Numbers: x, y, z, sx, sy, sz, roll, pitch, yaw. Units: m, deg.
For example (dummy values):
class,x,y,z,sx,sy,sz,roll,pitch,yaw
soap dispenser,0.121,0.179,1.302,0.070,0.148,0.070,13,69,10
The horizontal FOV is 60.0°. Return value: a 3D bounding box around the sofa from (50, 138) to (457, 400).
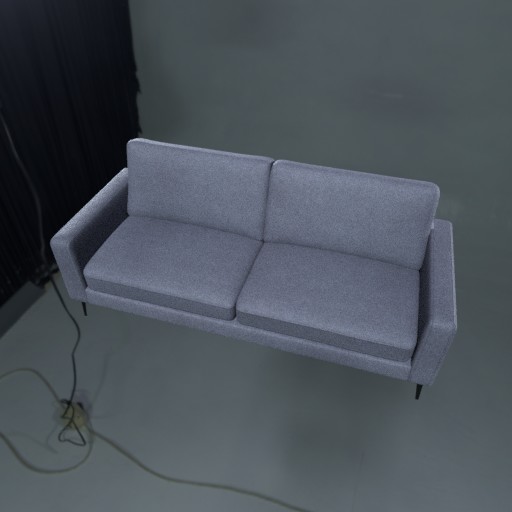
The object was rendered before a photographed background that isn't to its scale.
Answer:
class,x,y,z,sx,sy,sz,roll,pitch,yaw
sofa,0.000,0.000,2.361,1.925,0.828,0.774,11,43,13
